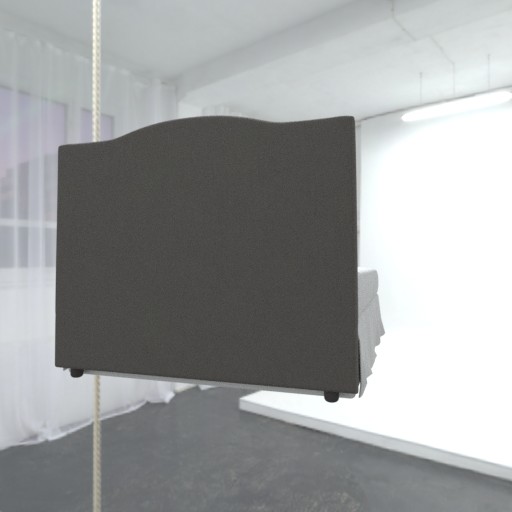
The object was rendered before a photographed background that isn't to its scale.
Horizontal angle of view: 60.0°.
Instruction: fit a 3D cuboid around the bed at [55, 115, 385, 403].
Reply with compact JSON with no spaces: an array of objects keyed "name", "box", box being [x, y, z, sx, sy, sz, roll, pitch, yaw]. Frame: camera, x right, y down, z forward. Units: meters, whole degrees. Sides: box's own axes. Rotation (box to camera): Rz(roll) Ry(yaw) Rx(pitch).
[{"name":"bed","box":[0.000,0.000,3.389,1.821,1.436,2.282,0,-1,18]}]
